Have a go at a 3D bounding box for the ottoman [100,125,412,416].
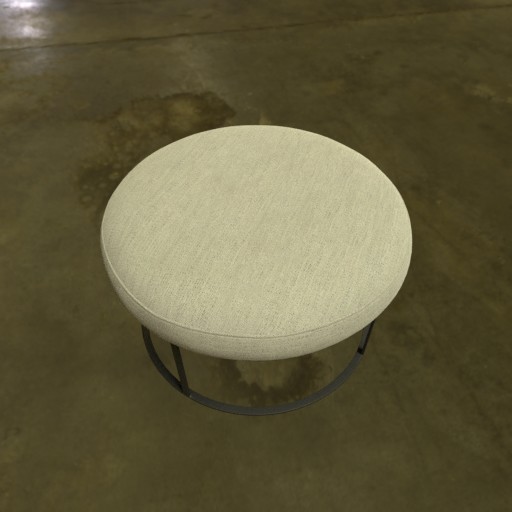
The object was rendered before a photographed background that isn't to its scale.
[{"bbox_3d":[0.000,0.000,1.220,0.769,0.459,0.769,0,47,0],"label":"ottoman"}]
